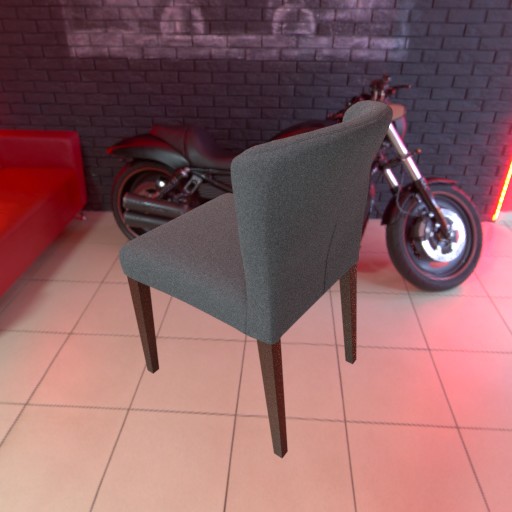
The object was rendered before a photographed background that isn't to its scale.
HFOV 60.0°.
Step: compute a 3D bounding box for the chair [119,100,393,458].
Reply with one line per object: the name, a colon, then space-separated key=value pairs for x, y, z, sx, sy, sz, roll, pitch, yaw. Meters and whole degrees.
chair: x=0.000 y=0.000 z=1.206 sx=0.592 sy=0.839 sz=0.491 roll=21 pitch=37 yaw=30
